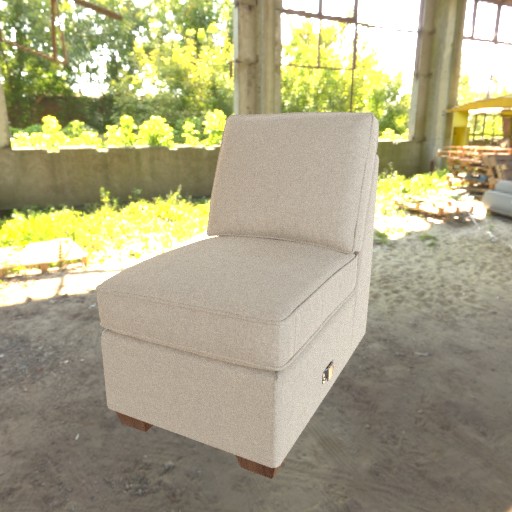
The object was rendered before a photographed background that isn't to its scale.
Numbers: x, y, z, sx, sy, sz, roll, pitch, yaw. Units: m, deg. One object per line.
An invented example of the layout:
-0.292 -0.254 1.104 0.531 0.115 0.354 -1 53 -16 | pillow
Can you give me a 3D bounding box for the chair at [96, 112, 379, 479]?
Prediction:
0.000 0.000 1.529 0.621 0.970 0.938 8 17 26 | chair
